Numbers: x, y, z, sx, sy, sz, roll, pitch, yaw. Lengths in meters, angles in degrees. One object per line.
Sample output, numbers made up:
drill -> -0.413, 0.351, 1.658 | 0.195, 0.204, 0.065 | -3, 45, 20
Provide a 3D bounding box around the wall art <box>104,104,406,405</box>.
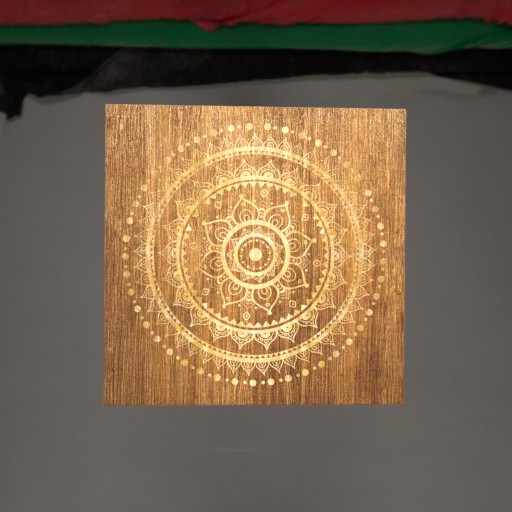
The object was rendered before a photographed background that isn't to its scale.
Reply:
wall art -> 0.000, 0.000, 0.913 | 0.611, 0.608, 0.042 | 0, 0, -2
